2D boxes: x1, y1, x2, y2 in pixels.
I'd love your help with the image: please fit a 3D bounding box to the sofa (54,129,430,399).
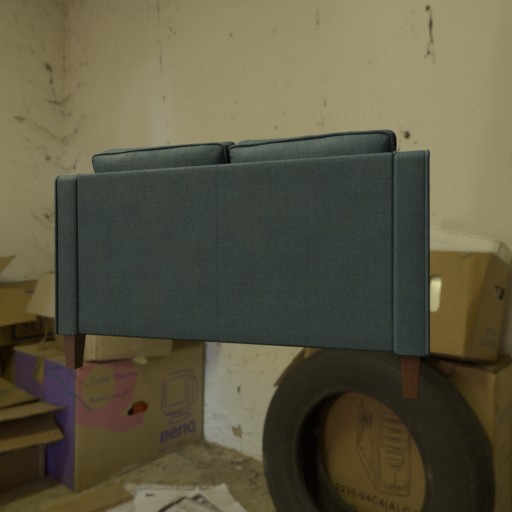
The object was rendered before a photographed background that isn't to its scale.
[{"bbox_3d":[0.000,0.000,2.130,1.501,0.971,0.987,0,-1,17],"label":"sofa"}]
